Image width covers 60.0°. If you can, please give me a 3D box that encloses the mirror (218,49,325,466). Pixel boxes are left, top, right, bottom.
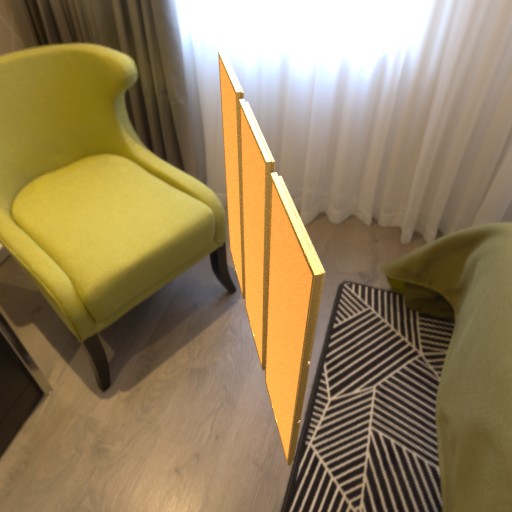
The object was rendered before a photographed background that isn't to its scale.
[{"bbox_3d":[0.000,0.000,1.443,0.023,0.926,1.011,-9,47,-9],"label":"mirror"}]
